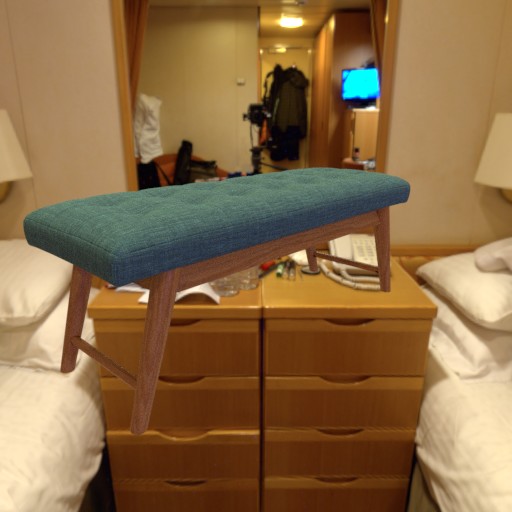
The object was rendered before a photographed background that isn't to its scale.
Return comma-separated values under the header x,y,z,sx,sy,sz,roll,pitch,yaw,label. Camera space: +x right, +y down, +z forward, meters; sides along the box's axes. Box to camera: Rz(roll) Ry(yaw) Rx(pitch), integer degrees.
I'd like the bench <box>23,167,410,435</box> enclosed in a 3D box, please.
x,y,z,sx,sy,sz,roll,pitch,yaw,label
0.000,0.000,1.304,0.406,0.432,1.118,16,23,41,bench
